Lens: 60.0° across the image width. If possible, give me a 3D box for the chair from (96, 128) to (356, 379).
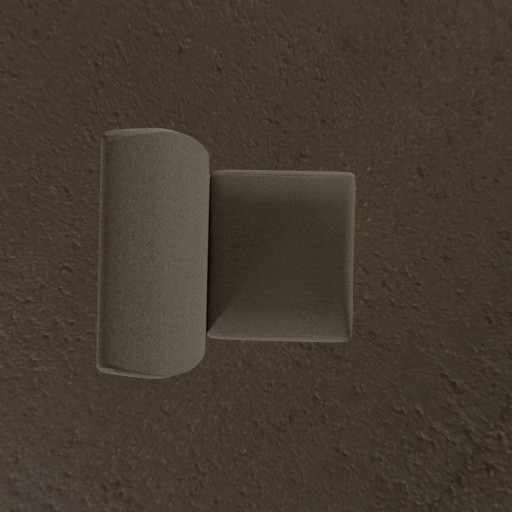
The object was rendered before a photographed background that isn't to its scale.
[{"bbox_3d":[0.000,0.000,1.205,0.592,0.804,0.513,0,90,-1],"label":"chair"}]
